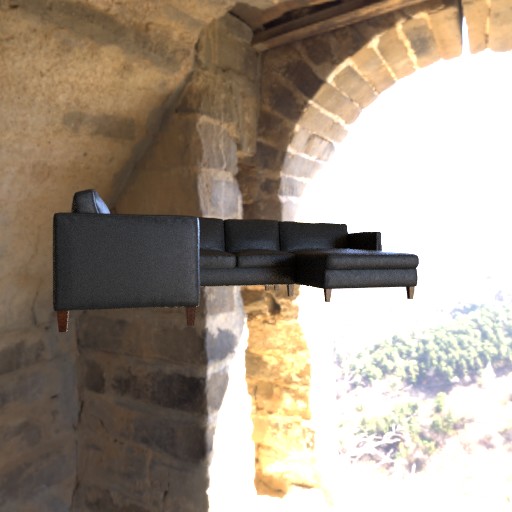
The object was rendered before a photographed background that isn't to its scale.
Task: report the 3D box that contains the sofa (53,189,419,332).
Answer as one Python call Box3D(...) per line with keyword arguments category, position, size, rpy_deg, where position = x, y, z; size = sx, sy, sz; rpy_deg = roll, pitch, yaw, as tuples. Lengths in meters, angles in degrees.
Box3D(category="sofa", position=(0.000, 0.000, 4.451), size=(3.460, 0.923, 2.593), rpy_deg=(0, 1, -18))
